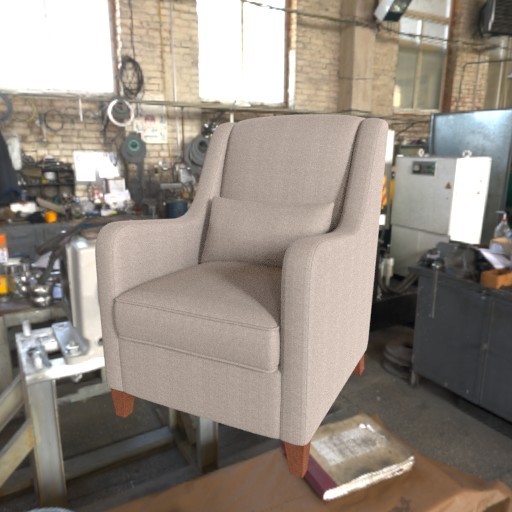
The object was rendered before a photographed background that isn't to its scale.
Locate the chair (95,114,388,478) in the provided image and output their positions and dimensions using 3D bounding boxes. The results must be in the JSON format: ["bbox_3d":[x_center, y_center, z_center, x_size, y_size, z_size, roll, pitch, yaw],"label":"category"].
[{"bbox_3d":[0.000,0.000,1.585,0.715,1.017,0.890,7,15,26],"label":"chair"}]
